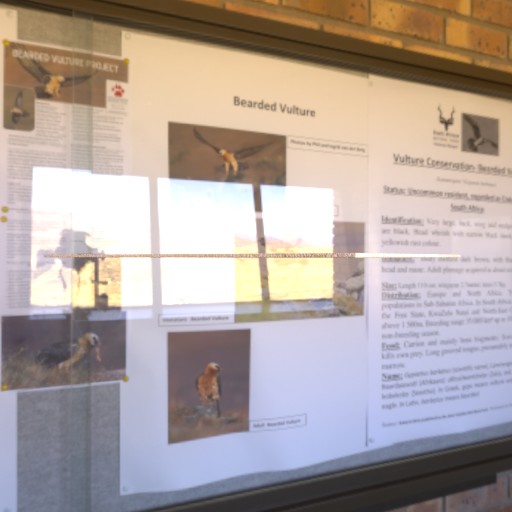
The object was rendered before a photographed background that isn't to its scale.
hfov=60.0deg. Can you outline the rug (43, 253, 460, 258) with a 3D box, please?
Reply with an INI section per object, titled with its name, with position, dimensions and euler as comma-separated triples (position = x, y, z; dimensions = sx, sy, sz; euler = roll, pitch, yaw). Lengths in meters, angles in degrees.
[rug]
position = 0.000, 0.000, 4.081
dimensions = 3.000, 0.025, 2.400
euler = 0, 0, 36
